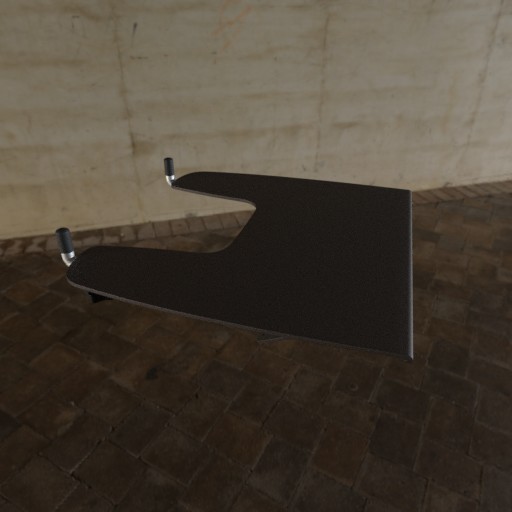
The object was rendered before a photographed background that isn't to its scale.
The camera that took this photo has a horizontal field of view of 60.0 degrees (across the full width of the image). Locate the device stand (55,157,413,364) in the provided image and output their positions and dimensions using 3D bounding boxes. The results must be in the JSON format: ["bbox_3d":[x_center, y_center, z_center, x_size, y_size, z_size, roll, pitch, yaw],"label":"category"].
[{"bbox_3d":[0.000,0.000,0.353,0.230,0.092,0.230,9,31,14],"label":"device stand"}]
